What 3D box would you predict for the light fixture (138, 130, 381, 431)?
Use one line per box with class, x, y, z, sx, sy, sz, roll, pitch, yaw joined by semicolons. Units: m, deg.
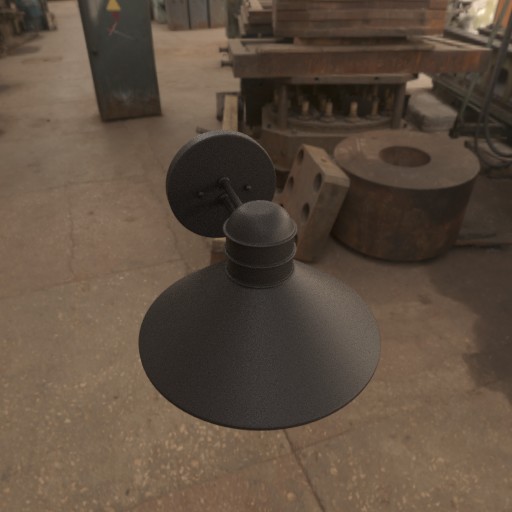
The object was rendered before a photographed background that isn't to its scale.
light fixture;0.000;0.000;0.688;0.396;0.265;0.434;-10;35;-15
